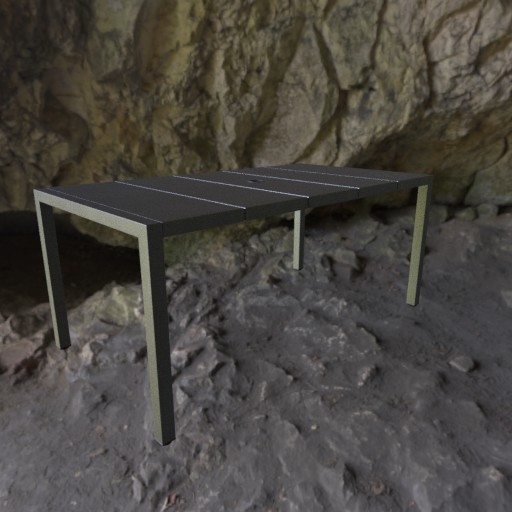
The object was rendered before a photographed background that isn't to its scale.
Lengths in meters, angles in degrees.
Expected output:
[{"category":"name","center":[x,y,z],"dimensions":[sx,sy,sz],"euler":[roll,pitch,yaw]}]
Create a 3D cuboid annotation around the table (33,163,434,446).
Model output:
[{"category":"table","center":[0.000,0.000,2.177],"dimensions":[1.680,0.735,0.914],"euler":[-15,23,-41]}]
